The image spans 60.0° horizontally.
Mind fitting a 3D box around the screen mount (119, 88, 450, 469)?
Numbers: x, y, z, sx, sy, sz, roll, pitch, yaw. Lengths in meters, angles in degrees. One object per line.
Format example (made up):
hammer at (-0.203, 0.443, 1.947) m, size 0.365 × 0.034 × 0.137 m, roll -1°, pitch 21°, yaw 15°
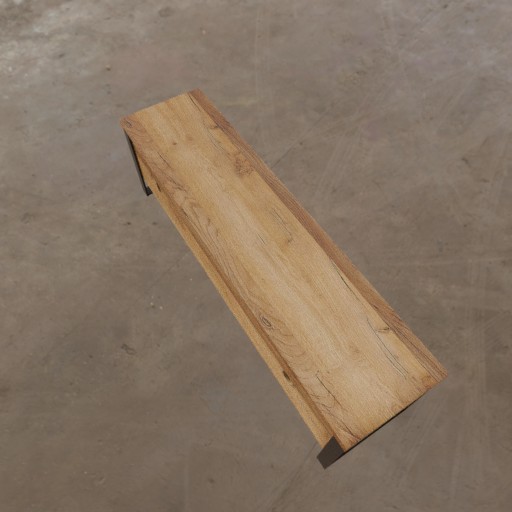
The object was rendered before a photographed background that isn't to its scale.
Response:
screen mount at (0.000, 0.000, 1.764) m, size 0.395 × 0.450 × 1.524 m, roll -28°, pitch 62°, yaw -17°
